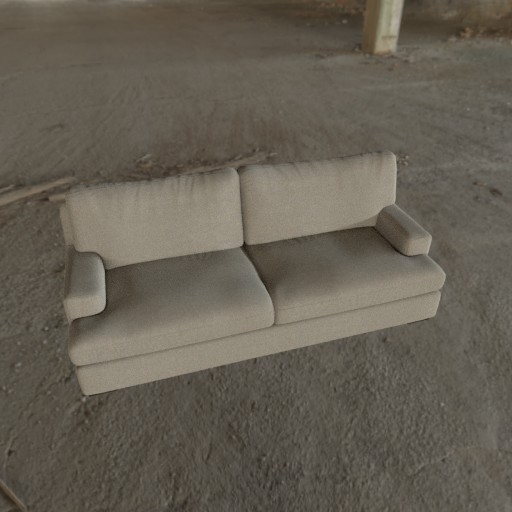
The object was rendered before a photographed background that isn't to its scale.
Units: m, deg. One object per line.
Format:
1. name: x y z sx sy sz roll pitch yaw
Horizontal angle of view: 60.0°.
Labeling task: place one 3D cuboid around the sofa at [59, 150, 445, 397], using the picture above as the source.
1. sofa: 0.000 0.000 2.895 2.354 0.980 0.962 -10 35 -14
